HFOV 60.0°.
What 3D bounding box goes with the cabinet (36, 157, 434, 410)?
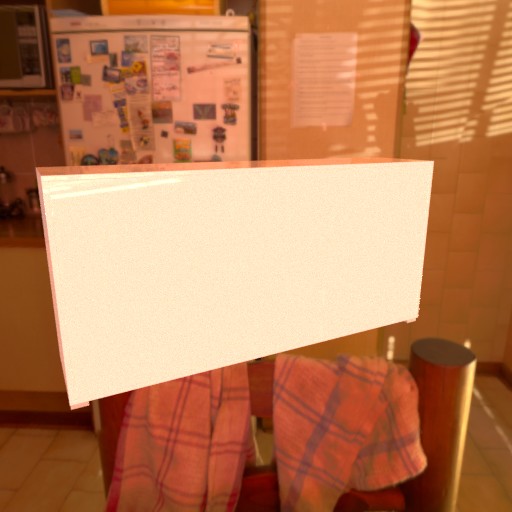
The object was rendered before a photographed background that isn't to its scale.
[{"bbox_3d":[0.000,0.000,1.961,1.650,0.800,0.400,-8,17,-26],"label":"cabinet"}]
